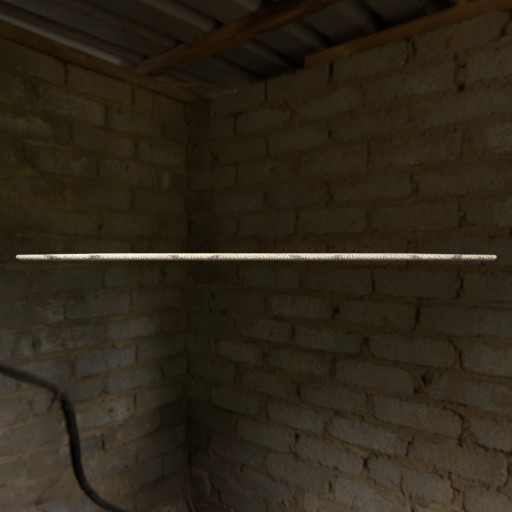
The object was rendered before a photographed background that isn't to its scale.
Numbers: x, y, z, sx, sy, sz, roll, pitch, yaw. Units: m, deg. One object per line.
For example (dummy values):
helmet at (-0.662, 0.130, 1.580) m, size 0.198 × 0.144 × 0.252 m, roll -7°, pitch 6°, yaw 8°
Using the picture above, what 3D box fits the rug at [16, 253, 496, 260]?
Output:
rug at (0.000, 0.000, 2.901) m, size 2.348 × 0.024 × 1.501 m, roll 0°, pitch 1°, yaw 0°
